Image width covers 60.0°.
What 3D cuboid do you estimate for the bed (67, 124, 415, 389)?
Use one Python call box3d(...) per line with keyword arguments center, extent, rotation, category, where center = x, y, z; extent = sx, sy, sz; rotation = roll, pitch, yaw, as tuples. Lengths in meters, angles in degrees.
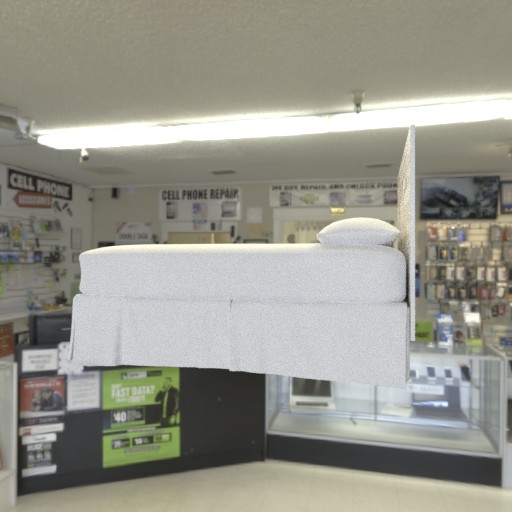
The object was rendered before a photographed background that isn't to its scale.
box3d(center=(0.000, 0.000, 3.260), extent=(2.094, 1.335, 1.745), rotation=(0, 0, 15), category="bed")
